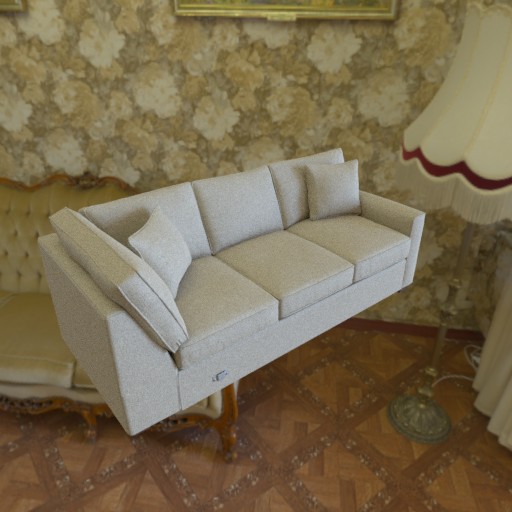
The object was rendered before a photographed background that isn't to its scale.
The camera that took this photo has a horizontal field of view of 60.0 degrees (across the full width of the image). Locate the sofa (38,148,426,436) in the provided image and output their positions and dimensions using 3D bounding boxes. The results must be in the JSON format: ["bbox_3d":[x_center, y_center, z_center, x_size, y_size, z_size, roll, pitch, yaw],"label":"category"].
[{"bbox_3d":[0.000,0.000,2.889,2.323,0.948,1.053,-20,34,-33],"label":"sofa"}]
